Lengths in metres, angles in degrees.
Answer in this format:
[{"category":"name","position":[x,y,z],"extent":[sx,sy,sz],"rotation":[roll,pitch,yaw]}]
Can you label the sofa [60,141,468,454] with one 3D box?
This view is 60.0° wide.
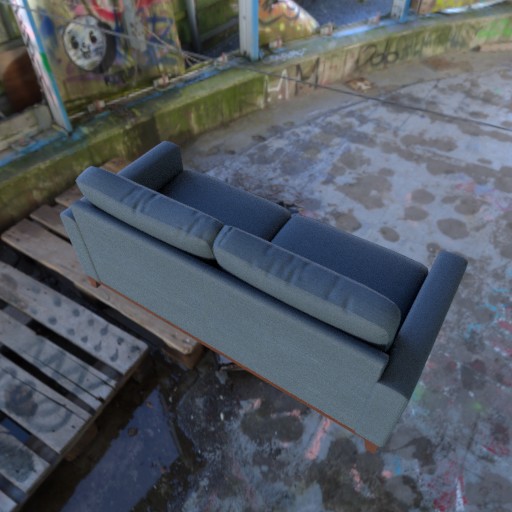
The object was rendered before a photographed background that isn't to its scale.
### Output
[{"category":"sofa","position":[0.000,0.000,2.340],"extent":[1.900,0.865,0.877],"rotation":[25,52,22]}]
